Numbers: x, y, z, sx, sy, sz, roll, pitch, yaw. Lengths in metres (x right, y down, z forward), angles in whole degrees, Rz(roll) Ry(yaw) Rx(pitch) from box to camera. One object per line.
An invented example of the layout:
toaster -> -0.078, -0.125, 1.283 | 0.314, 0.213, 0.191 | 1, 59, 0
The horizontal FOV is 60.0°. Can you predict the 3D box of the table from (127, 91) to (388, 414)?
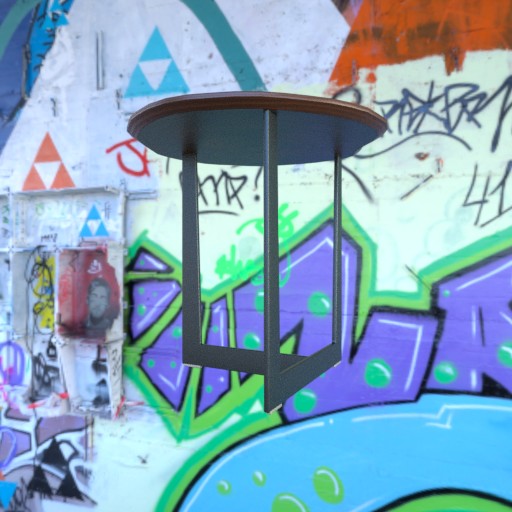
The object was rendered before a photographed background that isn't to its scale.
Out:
table -> 0.000, 0.000, 0.867 | 0.494, 0.476, 0.477 | 0, 0, 17
